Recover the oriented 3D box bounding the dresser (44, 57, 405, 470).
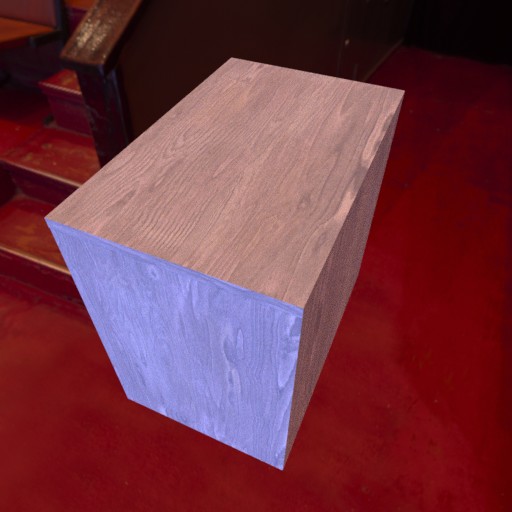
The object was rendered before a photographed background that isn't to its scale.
[{"bbox_3d":[0.000,0.000,1.308,0.529,0.762,0.809,18,49,16],"label":"dresser"}]
